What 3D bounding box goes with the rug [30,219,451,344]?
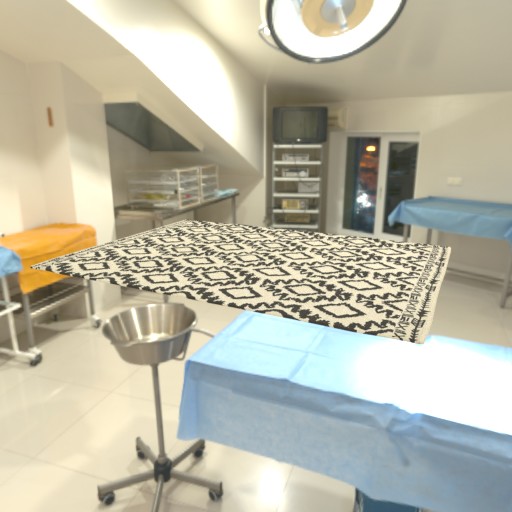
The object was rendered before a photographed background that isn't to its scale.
[{"bbox_3d":[0.000,0.000,4.296,3.369,0.036,2.444,8,18,25],"label":"rug"}]
